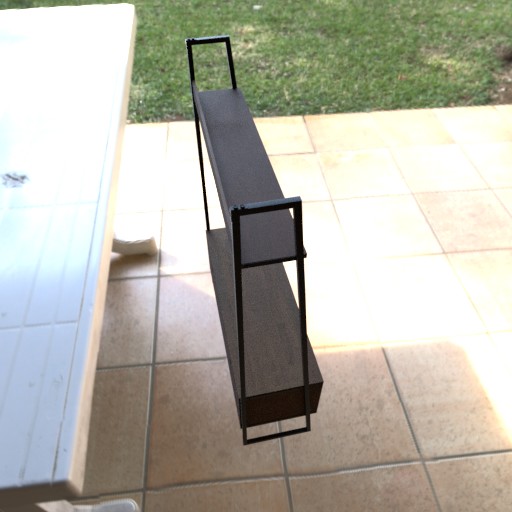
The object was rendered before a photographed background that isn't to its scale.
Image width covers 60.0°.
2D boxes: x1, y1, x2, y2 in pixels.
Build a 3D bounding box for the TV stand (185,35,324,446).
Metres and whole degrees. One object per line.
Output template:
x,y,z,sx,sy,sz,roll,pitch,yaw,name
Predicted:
0.000,0.000,2.331,0.432,1.772,1.250,-9,47,-8,TV stand
